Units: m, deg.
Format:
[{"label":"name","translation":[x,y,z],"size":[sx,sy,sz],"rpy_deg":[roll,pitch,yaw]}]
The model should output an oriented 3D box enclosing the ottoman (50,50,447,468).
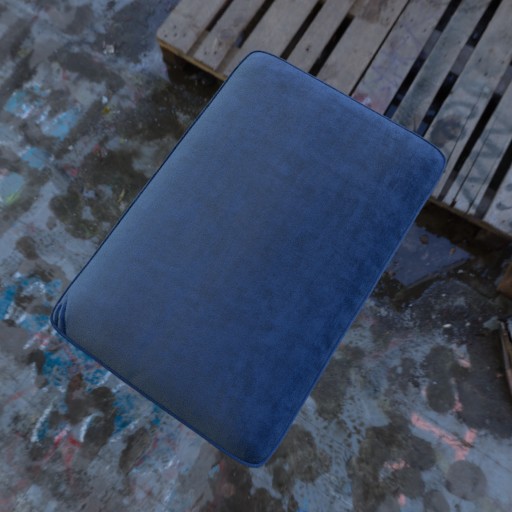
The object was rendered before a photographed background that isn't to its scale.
[{"label":"ottoman","translation":[0.000,0.000,1.210],"size":[0.583,0.484,0.862],"rpy_deg":[33,79,7]}]
